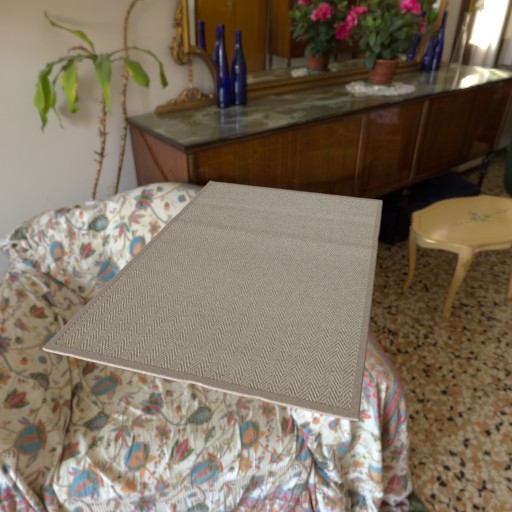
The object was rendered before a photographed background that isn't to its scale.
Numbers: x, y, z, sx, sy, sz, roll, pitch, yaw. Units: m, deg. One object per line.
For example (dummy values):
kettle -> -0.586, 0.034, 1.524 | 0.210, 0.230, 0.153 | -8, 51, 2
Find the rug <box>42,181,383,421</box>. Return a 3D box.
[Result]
rug -> 0.000, 0.000, 2.939 | 1.540, 0.021, 2.290 | 9, 32, 14
